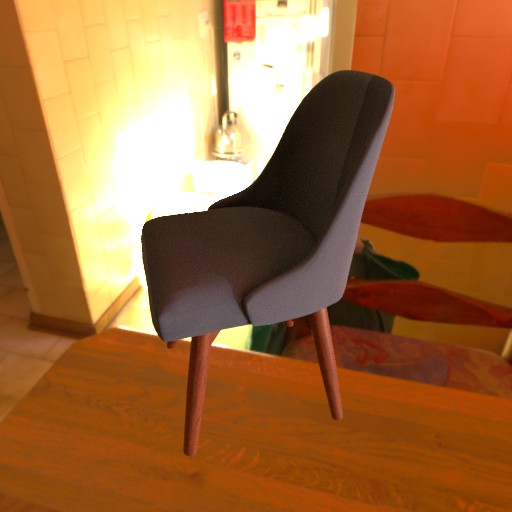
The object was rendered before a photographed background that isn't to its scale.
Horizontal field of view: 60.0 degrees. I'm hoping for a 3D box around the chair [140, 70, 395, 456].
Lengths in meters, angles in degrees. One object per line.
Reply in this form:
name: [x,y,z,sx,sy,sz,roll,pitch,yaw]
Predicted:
chair: [0.000,0.000,1.185,0.589,0.882,0.503,-8,32,-13]
